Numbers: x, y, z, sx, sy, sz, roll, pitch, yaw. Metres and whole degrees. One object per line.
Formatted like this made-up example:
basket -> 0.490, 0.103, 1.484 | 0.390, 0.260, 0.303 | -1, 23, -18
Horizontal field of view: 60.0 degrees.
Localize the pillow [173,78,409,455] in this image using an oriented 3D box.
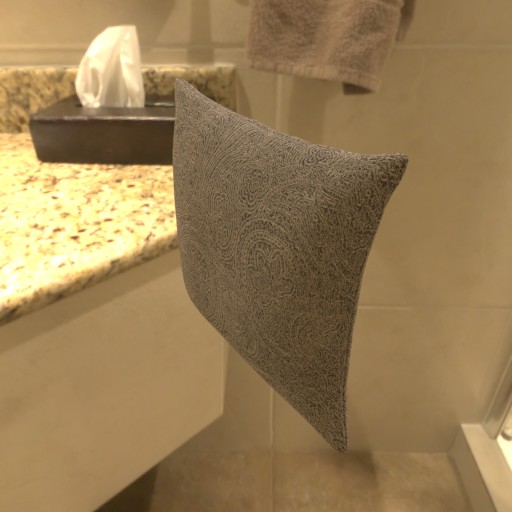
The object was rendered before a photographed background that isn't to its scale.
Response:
pillow -> 0.000, 0.000, 0.772 | 0.166, 0.510, 0.523 | -21, 38, -30
